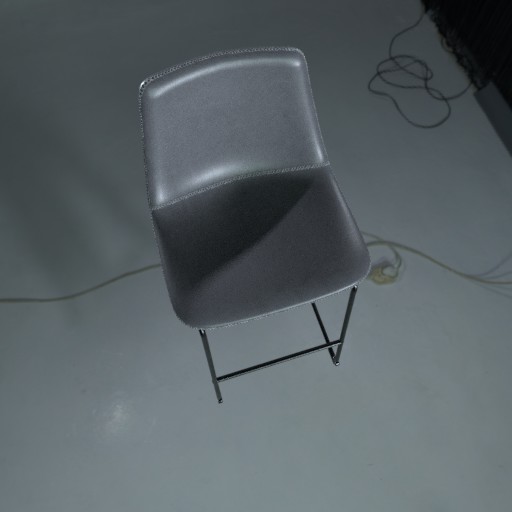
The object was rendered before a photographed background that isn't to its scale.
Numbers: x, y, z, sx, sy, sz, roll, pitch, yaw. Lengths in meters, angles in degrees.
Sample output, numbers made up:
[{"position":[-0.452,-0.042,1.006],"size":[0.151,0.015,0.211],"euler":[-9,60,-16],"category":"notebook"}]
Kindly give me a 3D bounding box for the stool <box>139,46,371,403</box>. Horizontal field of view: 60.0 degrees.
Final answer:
[{"position":[0.000,0.000,1.186],"size":[0.470,0.876,0.546],"euler":[-16,65,-7],"category":"stool"}]
